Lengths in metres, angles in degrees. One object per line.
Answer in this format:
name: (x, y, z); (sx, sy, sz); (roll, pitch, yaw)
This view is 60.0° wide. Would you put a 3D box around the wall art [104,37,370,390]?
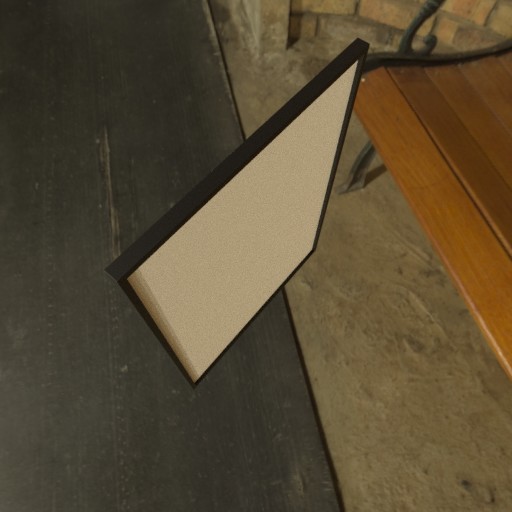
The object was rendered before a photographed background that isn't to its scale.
wall art: (0.000, 0.000, 1.398); (0.036, 1.070, 0.802); (37, 69, 17)
